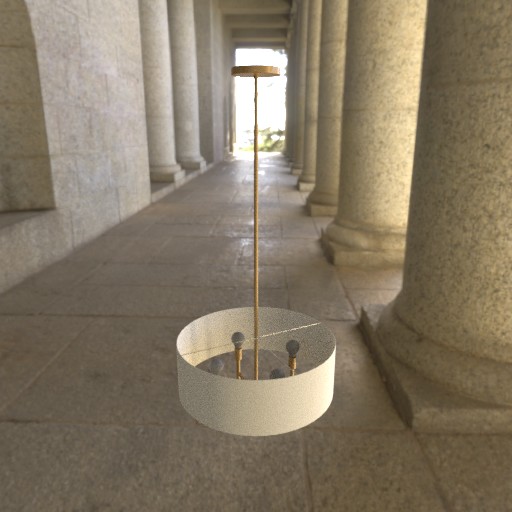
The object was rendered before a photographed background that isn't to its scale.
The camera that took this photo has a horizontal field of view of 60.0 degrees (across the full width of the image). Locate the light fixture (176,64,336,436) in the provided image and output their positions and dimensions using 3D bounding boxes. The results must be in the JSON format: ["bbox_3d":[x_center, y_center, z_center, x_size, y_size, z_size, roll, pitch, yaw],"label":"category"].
[{"bbox_3d":[0.000,0.000,1.356,0.508,1.067,0.508,0,16,0],"label":"light fixture"}]
